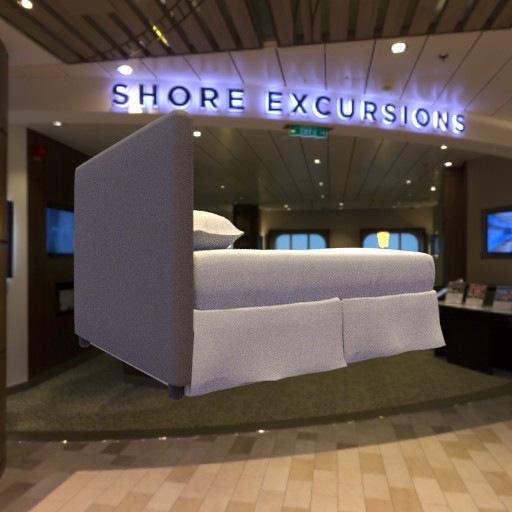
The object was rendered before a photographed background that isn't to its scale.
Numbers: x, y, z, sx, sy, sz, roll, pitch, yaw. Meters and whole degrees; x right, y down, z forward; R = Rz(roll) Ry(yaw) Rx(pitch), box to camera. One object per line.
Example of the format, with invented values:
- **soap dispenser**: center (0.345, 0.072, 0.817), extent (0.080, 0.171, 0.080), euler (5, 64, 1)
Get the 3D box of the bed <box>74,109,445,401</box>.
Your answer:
- **bed**: center (0.000, 0.000, 3.237), extent (2.142, 1.330, 1.748), euler (0, 0, -36)
